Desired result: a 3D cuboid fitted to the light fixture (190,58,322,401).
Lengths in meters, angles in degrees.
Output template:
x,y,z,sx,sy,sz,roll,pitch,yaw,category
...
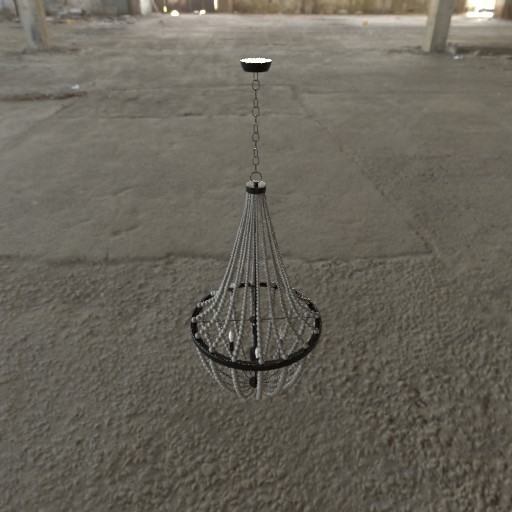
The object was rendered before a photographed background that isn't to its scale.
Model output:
x,y,z,sx,sy,sz,roll,pitch,yaw,category
0.000,0.000,1.393,0.450,1.133,0.450,0,31,0,light fixture
